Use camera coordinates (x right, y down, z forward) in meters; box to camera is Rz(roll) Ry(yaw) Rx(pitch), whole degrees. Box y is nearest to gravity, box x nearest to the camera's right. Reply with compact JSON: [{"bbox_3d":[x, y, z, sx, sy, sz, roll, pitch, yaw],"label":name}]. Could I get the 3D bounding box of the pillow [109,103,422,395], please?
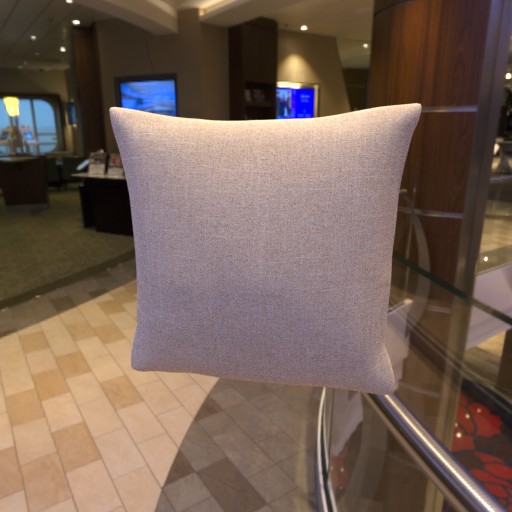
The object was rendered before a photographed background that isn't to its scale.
[{"bbox_3d":[0.000,0.000,0.778,0.511,0.503,0.182,3,17,10],"label":"pillow"}]
